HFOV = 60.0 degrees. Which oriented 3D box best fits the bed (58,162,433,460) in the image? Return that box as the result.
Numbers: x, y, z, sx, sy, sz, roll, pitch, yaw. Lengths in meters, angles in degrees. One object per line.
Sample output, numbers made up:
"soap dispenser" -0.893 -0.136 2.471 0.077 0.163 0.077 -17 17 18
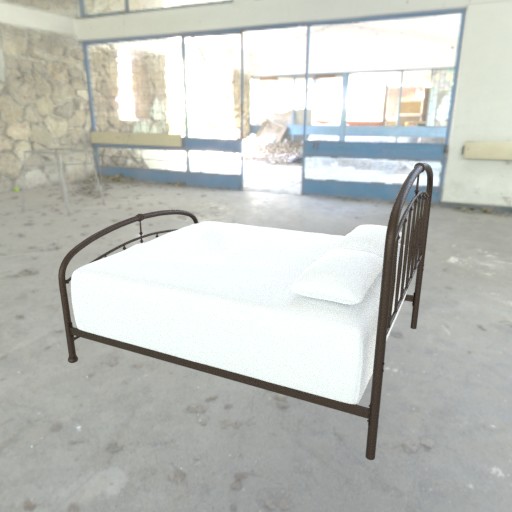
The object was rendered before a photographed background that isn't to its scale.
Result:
"bed" 0.000 0.000 3.229 2.180 1.425 1.711 8 19 25
